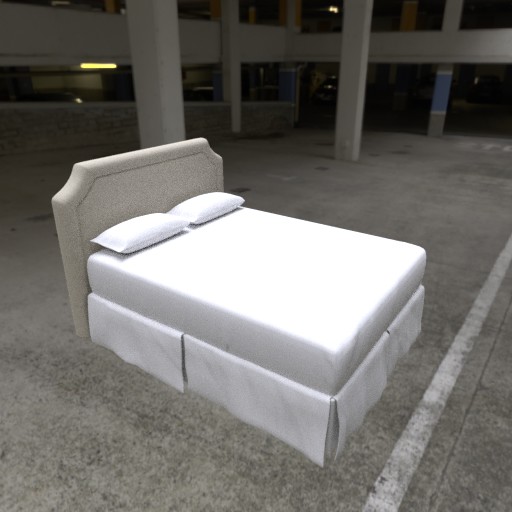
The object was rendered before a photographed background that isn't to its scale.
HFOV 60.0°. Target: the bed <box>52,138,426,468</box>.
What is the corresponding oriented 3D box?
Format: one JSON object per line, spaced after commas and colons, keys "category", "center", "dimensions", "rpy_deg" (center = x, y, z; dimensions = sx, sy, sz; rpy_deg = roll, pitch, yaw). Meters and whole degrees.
{"category": "bed", "center": [0.000, 0.000, 3.146], "dimensions": [2.116, 1.290, 1.693], "rpy_deg": [16, 29, 31]}
